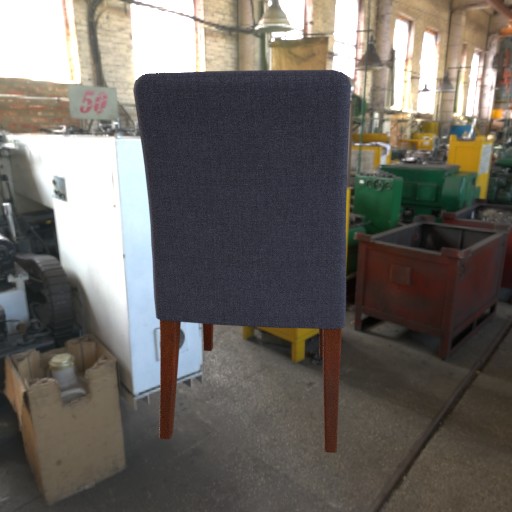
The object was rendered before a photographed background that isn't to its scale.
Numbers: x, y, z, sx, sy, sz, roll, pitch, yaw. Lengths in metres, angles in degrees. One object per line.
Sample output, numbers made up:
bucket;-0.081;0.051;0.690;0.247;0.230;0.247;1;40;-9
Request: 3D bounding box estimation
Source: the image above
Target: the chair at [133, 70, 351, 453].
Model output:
chair;0.000;0.000;1.318;0.508;0.952;0.655;2;16;6
